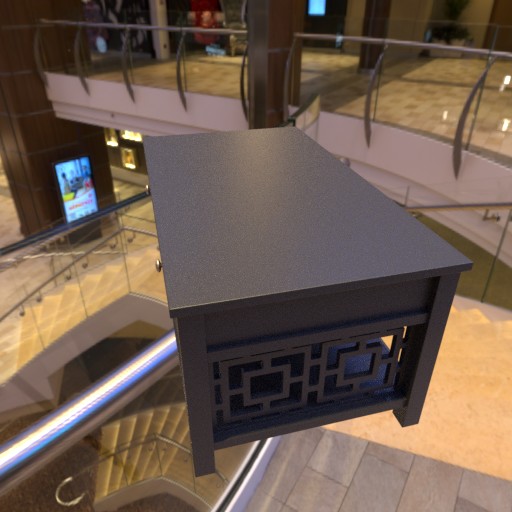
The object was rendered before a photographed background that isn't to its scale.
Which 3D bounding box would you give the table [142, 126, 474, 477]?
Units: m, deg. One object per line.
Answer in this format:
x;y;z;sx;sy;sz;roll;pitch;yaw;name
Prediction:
0.000;0.000;1.381;0.612;0.493;1.068;-8;32;-13;table
